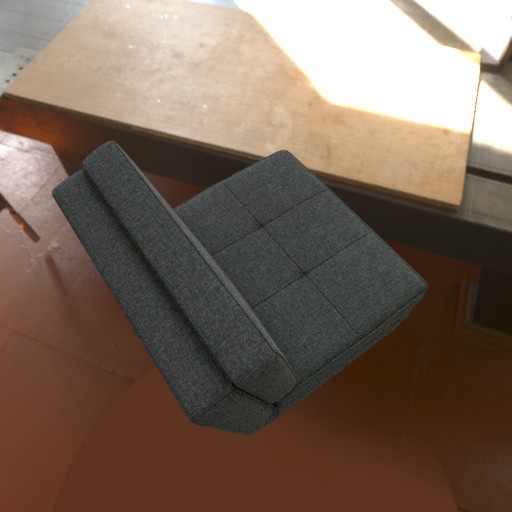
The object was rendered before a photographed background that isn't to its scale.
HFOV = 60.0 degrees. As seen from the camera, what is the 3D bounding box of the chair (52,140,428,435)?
[{"bbox_3d":[0.000,0.000,1.305,0.800,0.615,0.740,-31,63,-18],"label":"chair"}]
